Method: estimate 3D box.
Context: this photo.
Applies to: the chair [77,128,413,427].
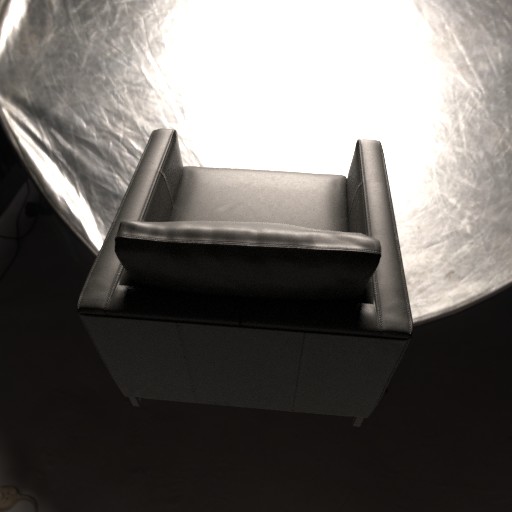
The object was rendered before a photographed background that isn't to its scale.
[{"bbox_3d":[0.000,0.000,1.514,0.967,0.824,0.861,4,48,3],"label":"chair"}]
